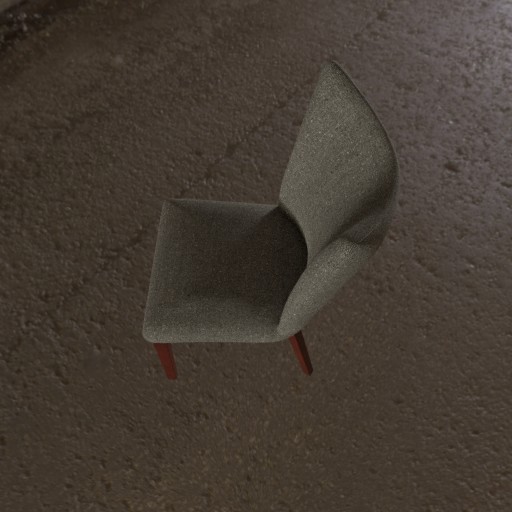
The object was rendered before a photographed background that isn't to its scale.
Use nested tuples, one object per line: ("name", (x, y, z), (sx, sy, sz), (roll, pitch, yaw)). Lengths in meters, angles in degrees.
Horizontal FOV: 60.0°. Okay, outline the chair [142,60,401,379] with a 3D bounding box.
("chair", (0.000, 0.000, 1.296), (0.623, 0.924, 0.535), (1, 58, 1))
